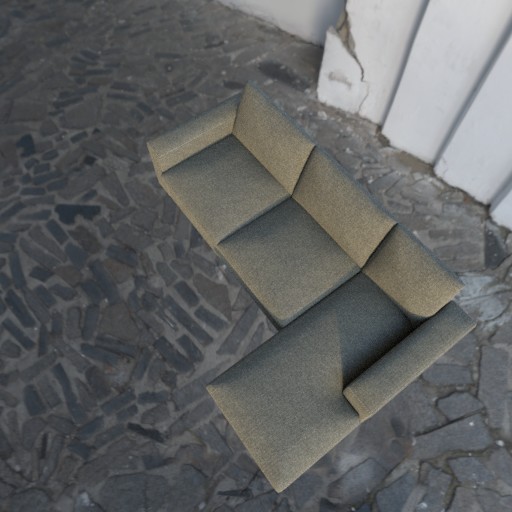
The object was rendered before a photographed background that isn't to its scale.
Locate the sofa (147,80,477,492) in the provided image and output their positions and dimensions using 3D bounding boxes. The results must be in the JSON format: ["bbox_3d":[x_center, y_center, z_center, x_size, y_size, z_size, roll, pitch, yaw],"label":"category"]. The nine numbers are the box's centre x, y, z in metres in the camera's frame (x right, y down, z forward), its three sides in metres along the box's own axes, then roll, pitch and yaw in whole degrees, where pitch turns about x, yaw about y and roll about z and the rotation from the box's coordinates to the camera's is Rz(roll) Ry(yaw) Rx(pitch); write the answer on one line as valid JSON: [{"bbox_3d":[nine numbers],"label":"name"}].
[{"bbox_3d":[0.000,0.000,3.352,1.689,0.940,2.718,-34,67,-16],"label":"sofa"}]
